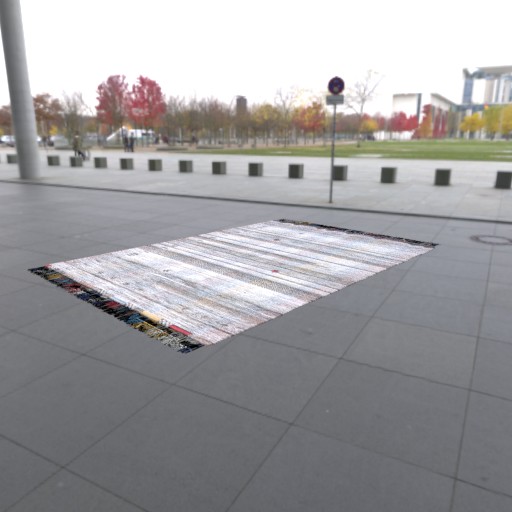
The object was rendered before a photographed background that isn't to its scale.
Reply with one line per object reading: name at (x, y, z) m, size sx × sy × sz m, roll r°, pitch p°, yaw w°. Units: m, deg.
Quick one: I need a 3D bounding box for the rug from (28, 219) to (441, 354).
rug at (0.000, 0.000, 2.295) m, size 1.217 × 0.012 × 1.848 m, roll 14°, pitch 21°, yaw 42°
